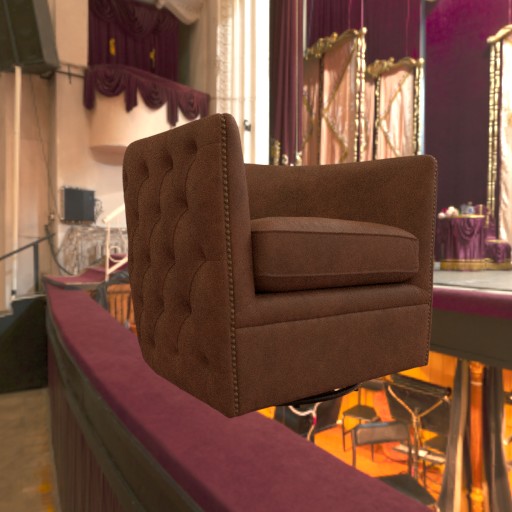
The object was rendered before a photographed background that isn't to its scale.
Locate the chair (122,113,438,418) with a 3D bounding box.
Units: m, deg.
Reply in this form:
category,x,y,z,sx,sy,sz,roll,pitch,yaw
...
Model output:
category,x,y,z,sx,sy,sz,roll,pitch,yaw
chair,0.000,0.000,1.521,0.850,0.790,0.870,-1,2,-36
